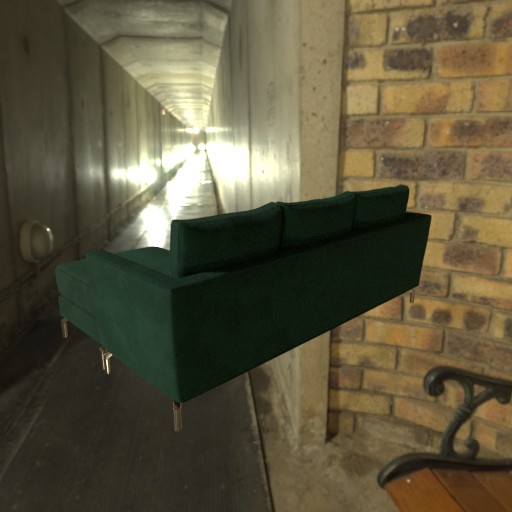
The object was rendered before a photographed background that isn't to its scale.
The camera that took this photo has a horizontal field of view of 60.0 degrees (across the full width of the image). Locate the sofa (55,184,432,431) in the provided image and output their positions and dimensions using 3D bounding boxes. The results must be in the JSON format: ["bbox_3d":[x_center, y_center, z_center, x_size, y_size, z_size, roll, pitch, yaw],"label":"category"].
[{"bbox_3d":[0.000,0.000,3.245,2.441,1.007,1.489,-15,22,-42],"label":"sofa"}]
